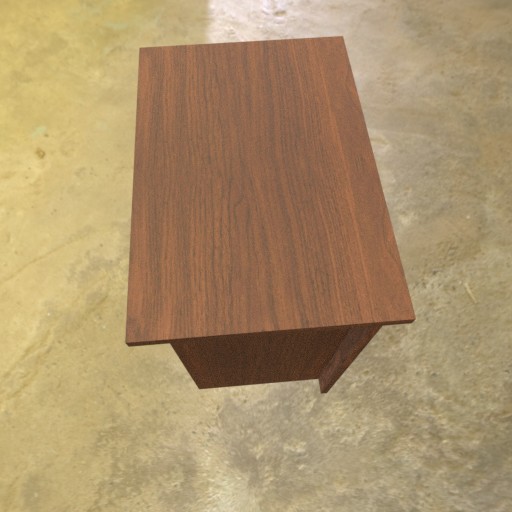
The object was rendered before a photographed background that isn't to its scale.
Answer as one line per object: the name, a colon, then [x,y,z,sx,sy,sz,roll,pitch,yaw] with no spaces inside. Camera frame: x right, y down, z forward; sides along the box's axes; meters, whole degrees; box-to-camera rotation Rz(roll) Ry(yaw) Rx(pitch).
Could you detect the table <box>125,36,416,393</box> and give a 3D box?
table: [0.000,0.000,1.058,0.406,0.711,0.589,-4,63,-2]
